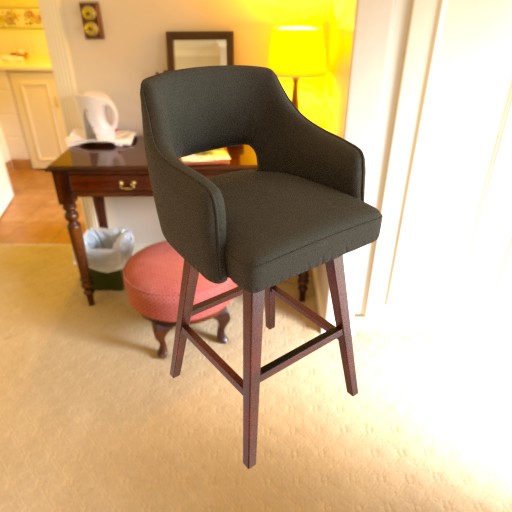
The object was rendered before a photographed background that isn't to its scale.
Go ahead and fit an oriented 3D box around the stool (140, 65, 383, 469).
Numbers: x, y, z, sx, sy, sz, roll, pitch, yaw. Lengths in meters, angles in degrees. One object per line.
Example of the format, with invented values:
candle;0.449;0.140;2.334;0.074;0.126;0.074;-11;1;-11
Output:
stool;0.000;0.000;1.342;0.548;1.012;0.558;-21;36;-32
